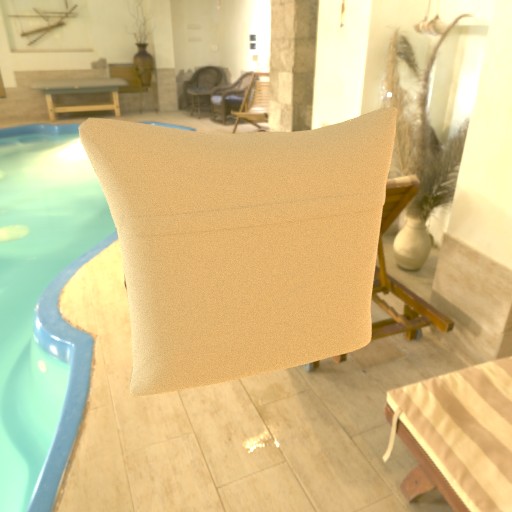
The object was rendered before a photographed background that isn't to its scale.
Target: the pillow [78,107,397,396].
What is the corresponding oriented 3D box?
[{"bbox_3d":[0.000,0.000,0.739,0.484,0.470,0.192,-8,28,-16],"label":"pillow"}]
